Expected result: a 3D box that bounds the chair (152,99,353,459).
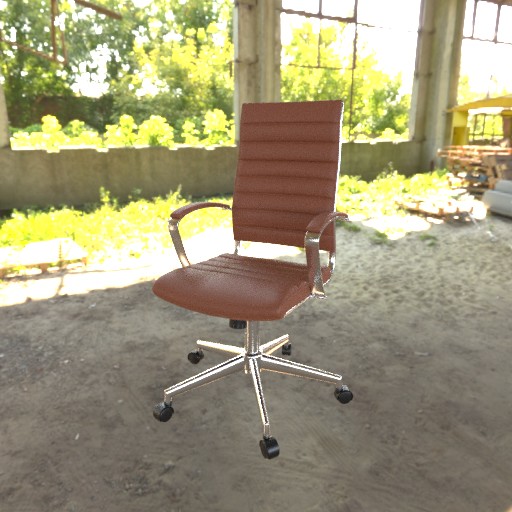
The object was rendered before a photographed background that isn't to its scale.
[{"bbox_3d":[0.000,0.000,1.685,0.766,1.149,0.739,8,17,26],"label":"chair"}]
